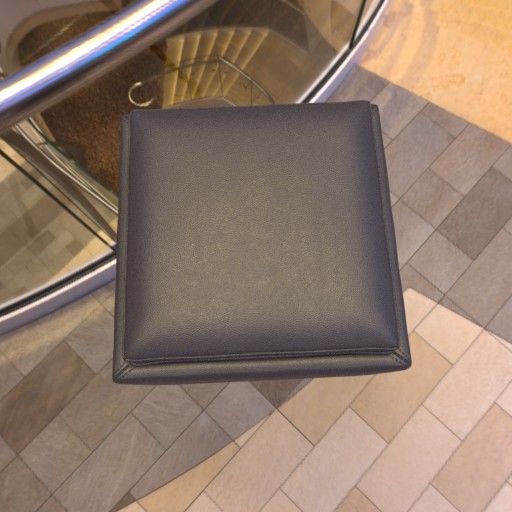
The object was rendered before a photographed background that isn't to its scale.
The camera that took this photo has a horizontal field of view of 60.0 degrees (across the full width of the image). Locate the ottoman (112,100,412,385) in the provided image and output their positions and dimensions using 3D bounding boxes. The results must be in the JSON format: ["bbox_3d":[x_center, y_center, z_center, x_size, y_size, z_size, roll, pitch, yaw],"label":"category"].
[{"bbox_3d":[0.000,0.000,0.839,0.450,0.460,0.451,-3,76,-1],"label":"ottoman"}]
